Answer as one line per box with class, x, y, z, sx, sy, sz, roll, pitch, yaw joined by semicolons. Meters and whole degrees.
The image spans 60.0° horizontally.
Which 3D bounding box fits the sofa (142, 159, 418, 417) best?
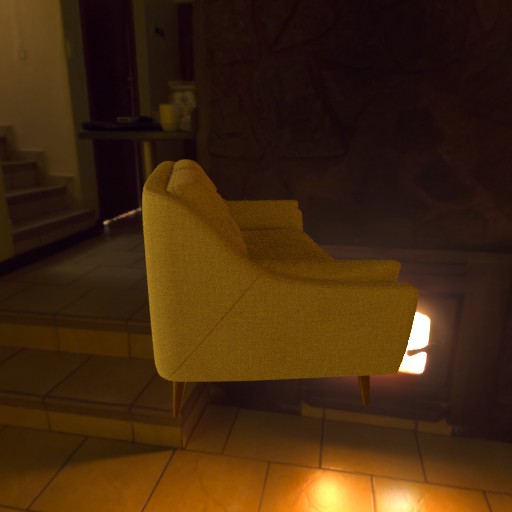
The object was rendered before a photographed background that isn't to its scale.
sofa;0.000;0.000;2.230;0.965;0.888;1.652;-2;16;-9
